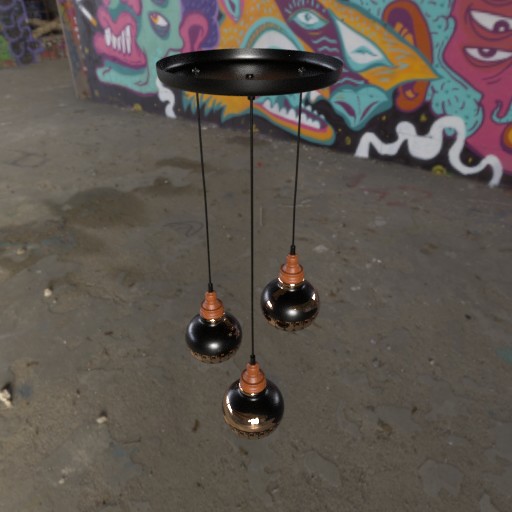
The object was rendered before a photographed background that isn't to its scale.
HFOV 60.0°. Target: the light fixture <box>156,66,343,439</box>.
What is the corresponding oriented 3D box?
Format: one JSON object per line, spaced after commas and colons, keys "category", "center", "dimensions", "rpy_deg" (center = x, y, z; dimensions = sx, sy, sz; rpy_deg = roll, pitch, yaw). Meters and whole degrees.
{"category": "light fixture", "center": [0.000, 0.000, 1.728], "dimensions": [0.605, 1.410, 0.608], "rpy_deg": [-21, 38, -30]}
